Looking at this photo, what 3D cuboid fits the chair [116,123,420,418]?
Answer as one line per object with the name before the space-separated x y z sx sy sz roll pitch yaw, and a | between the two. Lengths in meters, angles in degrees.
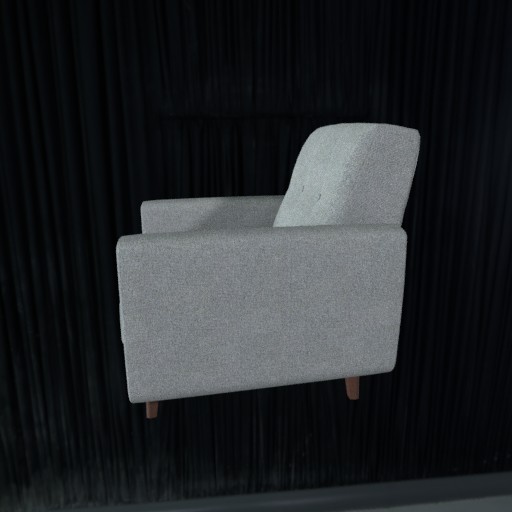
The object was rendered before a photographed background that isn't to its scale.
chair | 0.000 0.000 1.686 0.942 0.968 0.845 -2 15 -8
